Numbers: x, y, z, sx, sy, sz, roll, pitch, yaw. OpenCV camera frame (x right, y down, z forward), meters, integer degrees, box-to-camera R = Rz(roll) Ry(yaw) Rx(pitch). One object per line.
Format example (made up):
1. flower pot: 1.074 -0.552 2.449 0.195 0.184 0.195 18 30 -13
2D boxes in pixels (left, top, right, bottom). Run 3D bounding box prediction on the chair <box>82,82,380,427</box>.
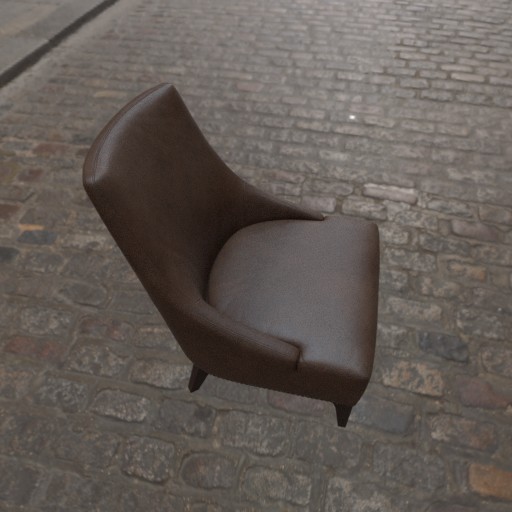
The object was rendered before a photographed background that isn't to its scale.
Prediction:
1. chair: 0.000 0.000 1.501 0.861 0.909 0.701 9 47 9
